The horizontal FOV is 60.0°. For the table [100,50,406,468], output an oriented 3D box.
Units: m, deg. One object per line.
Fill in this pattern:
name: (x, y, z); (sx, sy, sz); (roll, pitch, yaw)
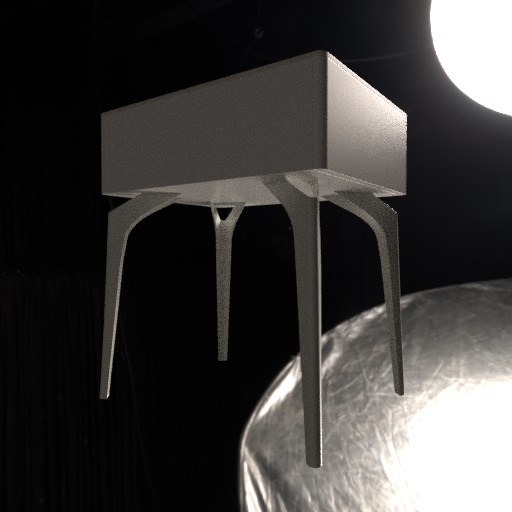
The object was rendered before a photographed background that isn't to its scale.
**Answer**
table: (0.000, 0.000, 0.904); (0.500, 0.570, 0.400); (1, 1, 36)
